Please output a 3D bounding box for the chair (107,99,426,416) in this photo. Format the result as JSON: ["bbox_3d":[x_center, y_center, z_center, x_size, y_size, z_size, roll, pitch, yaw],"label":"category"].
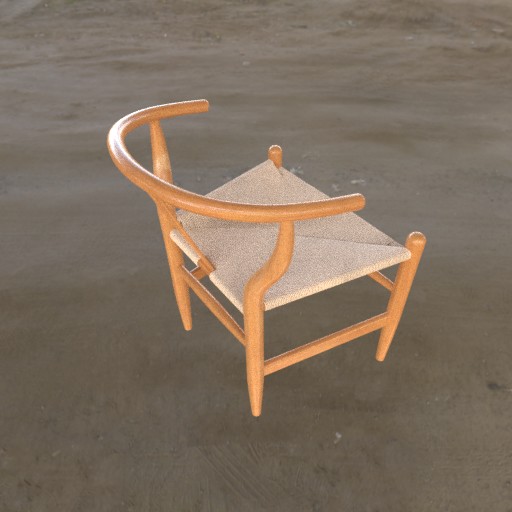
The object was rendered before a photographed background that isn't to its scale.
[{"bbox_3d":[0.000,0.000,1.129,0.579,0.730,0.569,-26,48,-27],"label":"chair"}]
